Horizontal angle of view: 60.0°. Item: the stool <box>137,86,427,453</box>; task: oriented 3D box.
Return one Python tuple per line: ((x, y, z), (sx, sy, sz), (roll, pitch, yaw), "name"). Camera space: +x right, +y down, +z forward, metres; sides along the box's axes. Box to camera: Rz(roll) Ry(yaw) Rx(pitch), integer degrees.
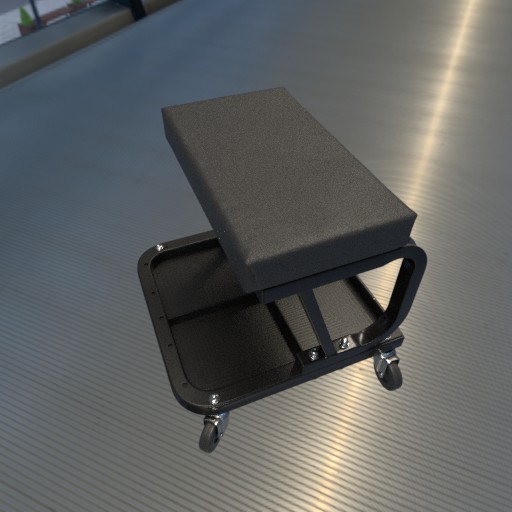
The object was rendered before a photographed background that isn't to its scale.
((0.000, 0.000, 0.720), (0.371, 0.380, 0.446), (-16, 47, -16), "stool")
